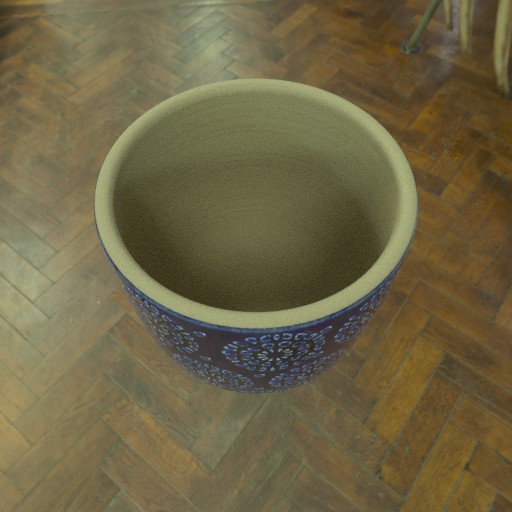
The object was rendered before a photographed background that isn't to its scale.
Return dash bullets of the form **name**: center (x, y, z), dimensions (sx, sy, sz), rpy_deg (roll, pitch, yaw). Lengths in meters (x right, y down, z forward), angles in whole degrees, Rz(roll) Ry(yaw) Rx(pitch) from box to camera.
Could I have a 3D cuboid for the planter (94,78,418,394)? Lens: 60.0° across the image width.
- **planter**: center (0.000, 0.000, 0.288), dimensions (0.165, 0.149, 0.165), rpy_deg (0, 58, 0)
